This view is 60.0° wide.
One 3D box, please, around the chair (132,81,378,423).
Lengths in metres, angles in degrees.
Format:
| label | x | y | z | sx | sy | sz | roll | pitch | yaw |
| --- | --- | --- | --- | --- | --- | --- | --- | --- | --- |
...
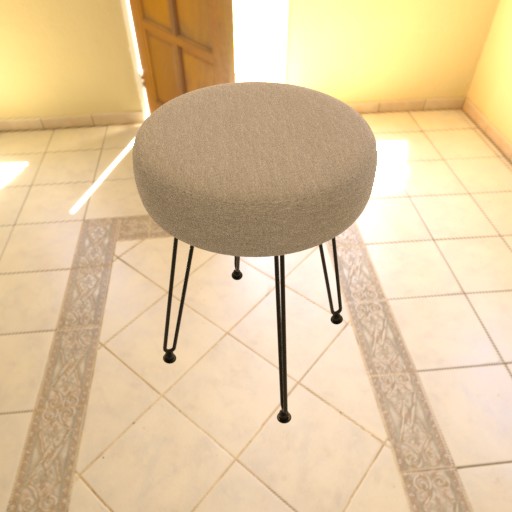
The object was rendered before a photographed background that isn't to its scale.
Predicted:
| label | x | y | z | sx | sy | sz | roll | pitch | yaw |
| --- | --- | --- | --- | --- | --- | --- | --- | --- | --- |
| chair | 0.000 | 0.000 | 0.683 | 0.350 | 0.440 | 0.350 | -11 | 46 | -11 |
